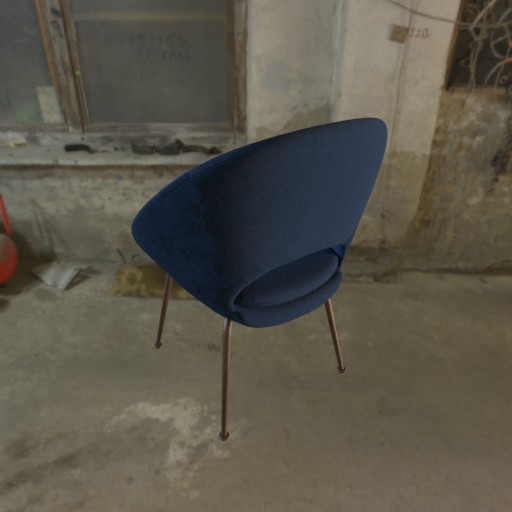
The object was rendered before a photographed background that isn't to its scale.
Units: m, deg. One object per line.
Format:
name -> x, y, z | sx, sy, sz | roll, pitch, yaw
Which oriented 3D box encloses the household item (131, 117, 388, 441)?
household item -> 0.000, 0.000, 1.255 | 0.623, 0.852, 0.573 | -19, 36, -29
